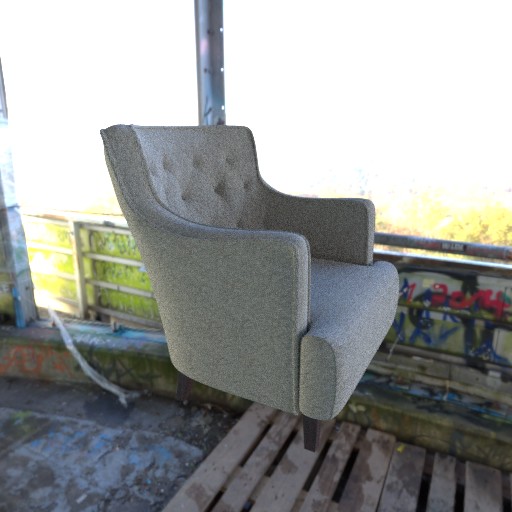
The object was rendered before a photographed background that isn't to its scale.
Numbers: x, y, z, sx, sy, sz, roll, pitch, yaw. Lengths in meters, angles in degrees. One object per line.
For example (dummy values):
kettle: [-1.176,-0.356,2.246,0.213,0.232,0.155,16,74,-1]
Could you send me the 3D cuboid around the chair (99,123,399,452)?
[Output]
chair: [0.000,0.000,1.628,0.910,0.920,0.820,8,18,27]
